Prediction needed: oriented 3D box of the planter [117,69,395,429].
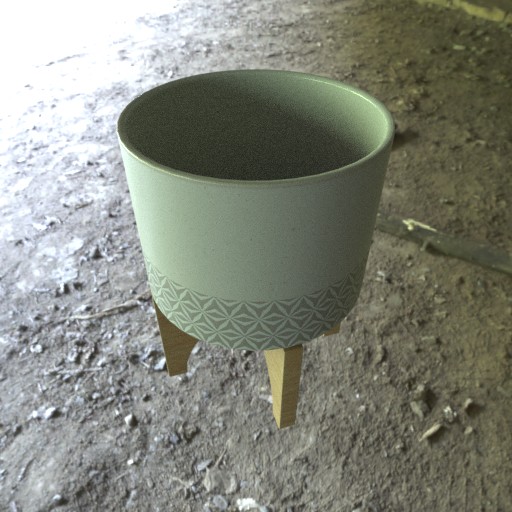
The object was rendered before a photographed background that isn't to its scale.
[{"bbox_3d":[0.000,0.000,0.391,0.188,0.260,0.188,0,40,0],"label":"planter"}]
